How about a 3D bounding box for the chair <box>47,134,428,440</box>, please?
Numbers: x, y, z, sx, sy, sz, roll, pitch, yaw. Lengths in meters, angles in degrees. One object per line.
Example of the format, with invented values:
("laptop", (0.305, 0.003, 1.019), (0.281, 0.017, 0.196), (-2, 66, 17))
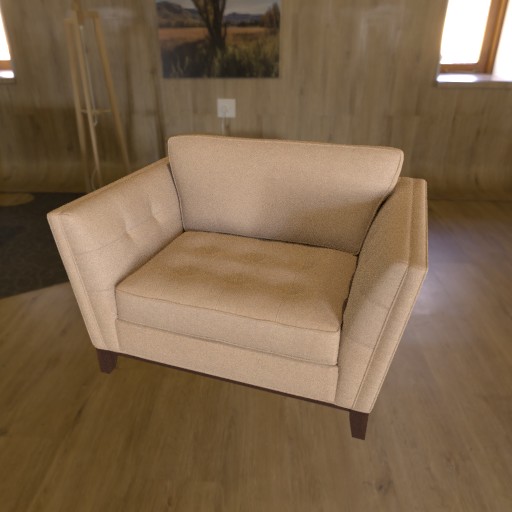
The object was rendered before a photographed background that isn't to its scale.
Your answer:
("chair", (0.000, 0.000, 2.042), (1.397, 0.940, 0.965), (9, 28, 17))
